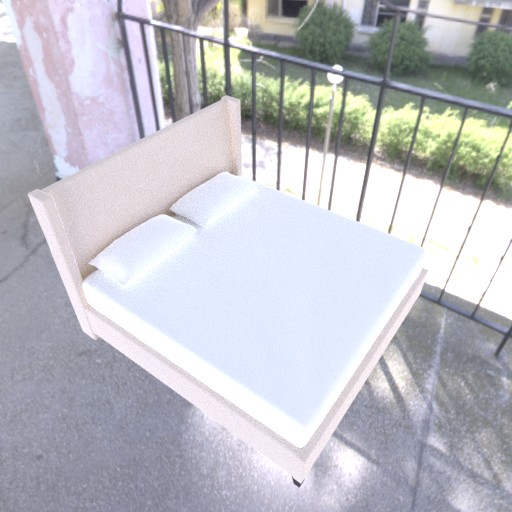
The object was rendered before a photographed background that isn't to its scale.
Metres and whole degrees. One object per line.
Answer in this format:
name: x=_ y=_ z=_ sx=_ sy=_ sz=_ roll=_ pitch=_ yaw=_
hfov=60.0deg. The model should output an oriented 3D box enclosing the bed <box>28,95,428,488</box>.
bed: x=0.000 y=0.000 z=3.633 sx=2.293 sy=1.471 sz=2.145 roll=26 pitch=47 yaw=26
